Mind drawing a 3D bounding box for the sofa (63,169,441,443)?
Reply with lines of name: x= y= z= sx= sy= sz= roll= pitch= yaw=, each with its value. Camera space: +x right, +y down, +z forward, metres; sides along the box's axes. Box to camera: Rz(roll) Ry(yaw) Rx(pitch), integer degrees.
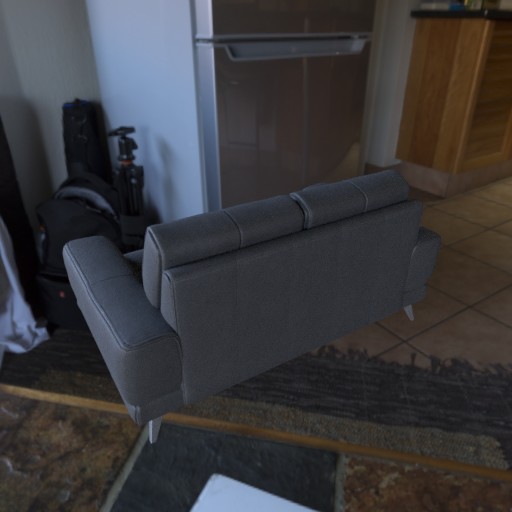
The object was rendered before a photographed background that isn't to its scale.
sofa: x=0.000 y=0.000 z=2.392 sx=1.806 sy=0.907 sz=1.018 roll=-17 pitch=33 yaw=-27
